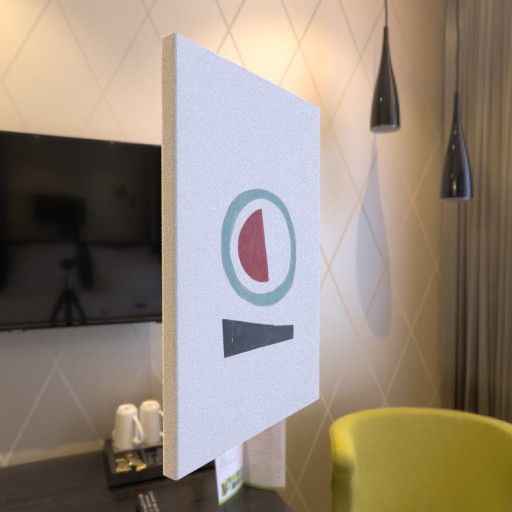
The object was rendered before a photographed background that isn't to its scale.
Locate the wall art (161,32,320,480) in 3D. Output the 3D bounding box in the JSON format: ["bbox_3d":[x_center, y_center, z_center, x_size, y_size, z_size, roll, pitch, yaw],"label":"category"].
[{"bbox_3d":[0.000,0.000,1.141,0.048,0.902,0.602,1,2,37],"label":"wall art"}]
